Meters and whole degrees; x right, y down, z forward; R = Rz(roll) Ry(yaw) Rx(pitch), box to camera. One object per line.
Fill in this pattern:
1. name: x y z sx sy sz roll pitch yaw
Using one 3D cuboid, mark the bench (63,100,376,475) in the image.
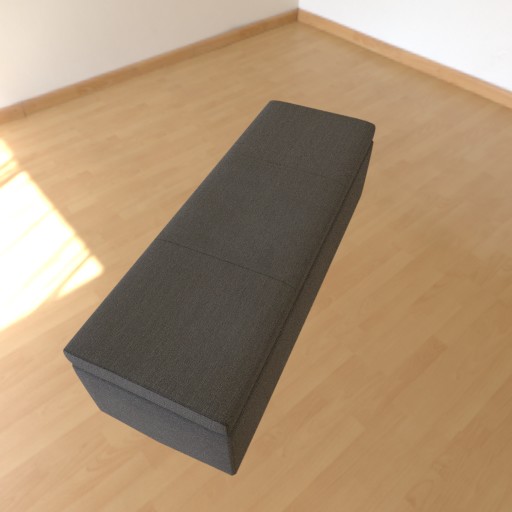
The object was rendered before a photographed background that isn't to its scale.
1. bench: 0.000 0.000 1.497 0.446 0.438 1.269 19 51 16
